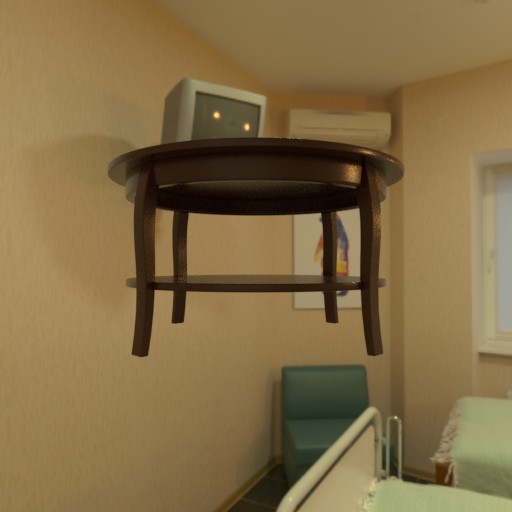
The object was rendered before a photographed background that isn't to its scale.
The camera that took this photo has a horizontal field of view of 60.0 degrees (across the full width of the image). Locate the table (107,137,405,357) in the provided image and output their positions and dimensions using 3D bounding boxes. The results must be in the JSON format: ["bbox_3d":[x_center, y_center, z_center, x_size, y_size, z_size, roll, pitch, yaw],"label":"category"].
[{"bbox_3d":[0.000,0.000,1.429,0.911,0.512,0.911,0,-1,0],"label":"table"}]
